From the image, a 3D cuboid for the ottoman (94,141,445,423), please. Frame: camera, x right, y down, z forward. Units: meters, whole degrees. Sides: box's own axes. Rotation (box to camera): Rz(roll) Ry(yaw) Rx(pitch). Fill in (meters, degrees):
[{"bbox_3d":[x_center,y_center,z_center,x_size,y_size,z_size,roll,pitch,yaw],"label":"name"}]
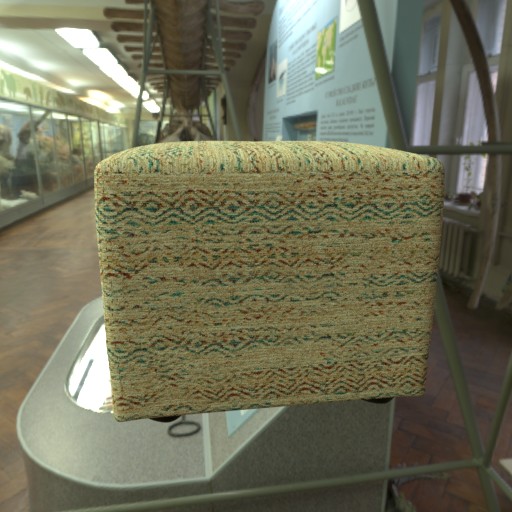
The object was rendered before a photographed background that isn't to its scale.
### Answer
[{"bbox_3d":[0.000,0.000,0.901,0.521,0.453,0.512,-2,15,-8],"label":"ottoman"}]
